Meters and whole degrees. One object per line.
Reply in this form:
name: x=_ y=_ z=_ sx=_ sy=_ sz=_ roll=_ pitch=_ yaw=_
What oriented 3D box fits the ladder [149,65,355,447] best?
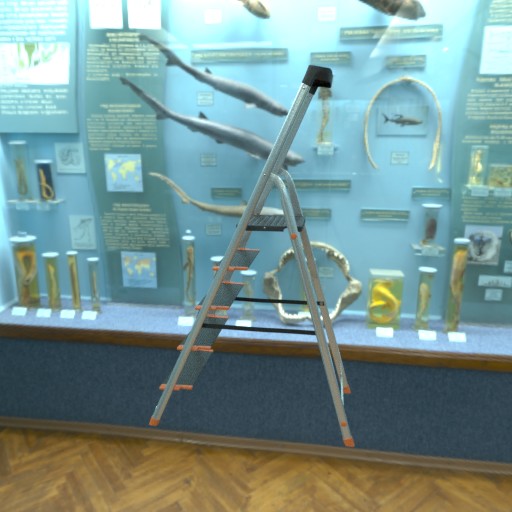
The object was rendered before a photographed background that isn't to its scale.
ladder: x=0.000 y=0.000 z=2.132 sx=0.995 sy=1.646 sz=0.480 roll=2 pitch=15 yaw=9
